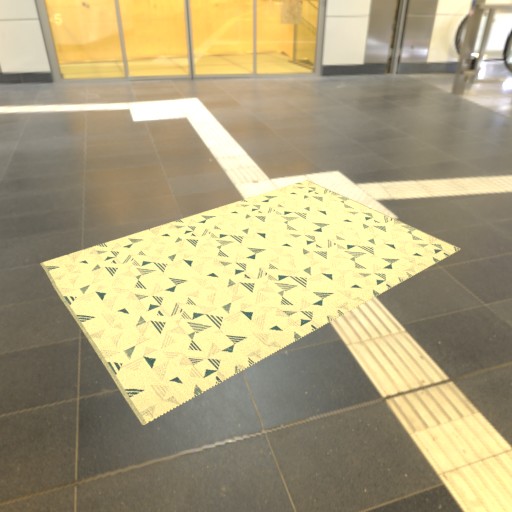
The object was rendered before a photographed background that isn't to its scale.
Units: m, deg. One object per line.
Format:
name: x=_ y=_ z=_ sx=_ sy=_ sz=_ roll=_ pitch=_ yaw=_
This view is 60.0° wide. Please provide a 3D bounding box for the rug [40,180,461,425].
rug: x=0.000 y=0.000 z=2.298 sx=1.835 sy=0.003 sz=1.206 roll=-22 pitch=38 yaw=-31
